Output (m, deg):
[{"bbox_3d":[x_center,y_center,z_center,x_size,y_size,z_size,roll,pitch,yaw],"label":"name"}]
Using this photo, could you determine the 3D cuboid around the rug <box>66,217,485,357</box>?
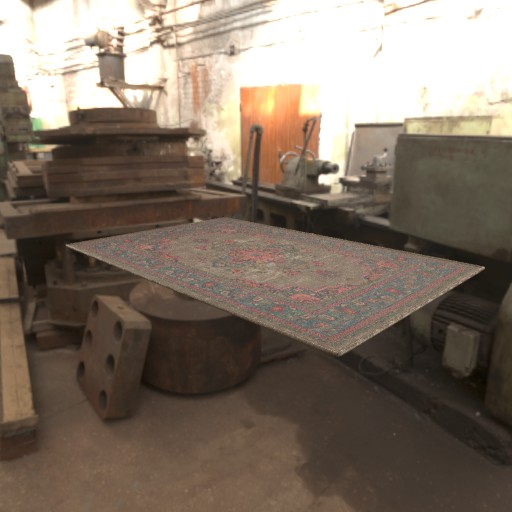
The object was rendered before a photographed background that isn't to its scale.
[{"bbox_3d":[0.000,0.000,2.173,1.748,0.014,1.144,15,21,43],"label":"rug"}]
